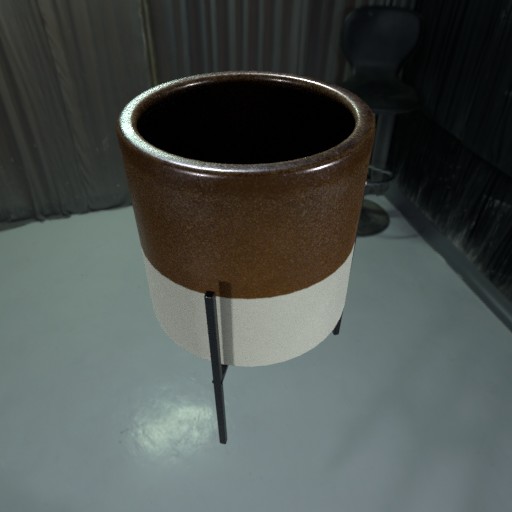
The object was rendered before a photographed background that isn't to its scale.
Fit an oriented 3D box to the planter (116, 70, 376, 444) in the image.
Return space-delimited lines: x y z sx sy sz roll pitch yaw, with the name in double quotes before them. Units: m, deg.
"planter" 0.000 0.000 0.551 0.269 0.375 0.255 -12 41 -14
